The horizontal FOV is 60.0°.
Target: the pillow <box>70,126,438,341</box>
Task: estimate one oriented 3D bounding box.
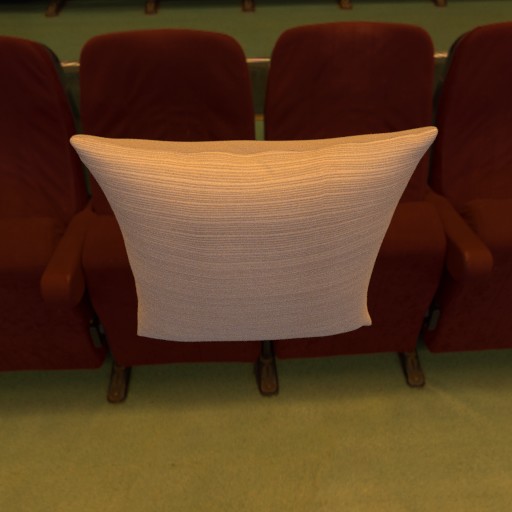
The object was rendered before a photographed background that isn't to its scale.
[{"bbox_3d":[0.000,0.000,0.787,0.512,0.497,0.204,-2,48,-2],"label":"pillow"}]
